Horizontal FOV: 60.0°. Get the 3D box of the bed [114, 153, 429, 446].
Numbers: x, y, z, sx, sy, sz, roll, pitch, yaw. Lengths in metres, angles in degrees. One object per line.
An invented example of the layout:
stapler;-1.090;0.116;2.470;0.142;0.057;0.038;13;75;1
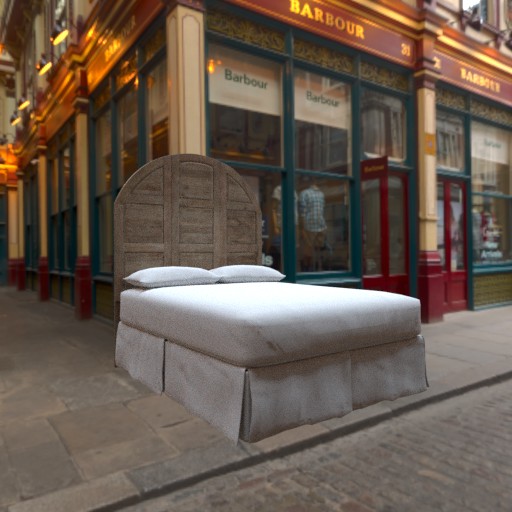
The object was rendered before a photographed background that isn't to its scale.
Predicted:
bed;0.000;0.000;3.595;1.713;2.002;2.112;0;1;-36
